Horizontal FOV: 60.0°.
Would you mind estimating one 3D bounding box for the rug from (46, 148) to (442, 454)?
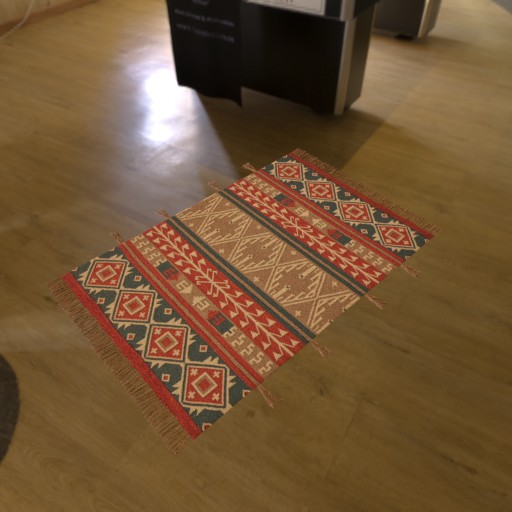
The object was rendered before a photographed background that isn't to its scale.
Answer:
[{"bbox_3d":[0.000,0.000,2.576,2.025,0.040,1.469,-33,55,-28],"label":"rug"}]
